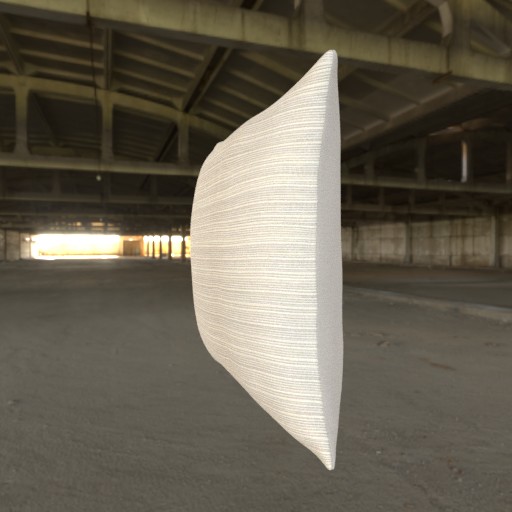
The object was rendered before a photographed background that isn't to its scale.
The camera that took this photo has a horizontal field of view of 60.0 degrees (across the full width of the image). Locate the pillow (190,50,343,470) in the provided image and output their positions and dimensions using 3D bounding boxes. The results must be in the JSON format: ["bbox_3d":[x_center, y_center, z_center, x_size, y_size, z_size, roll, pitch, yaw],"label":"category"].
[{"bbox_3d":[0.000,0.000,0.756,0.204,0.497,0.512,0,1,-19],"label":"pillow"}]
